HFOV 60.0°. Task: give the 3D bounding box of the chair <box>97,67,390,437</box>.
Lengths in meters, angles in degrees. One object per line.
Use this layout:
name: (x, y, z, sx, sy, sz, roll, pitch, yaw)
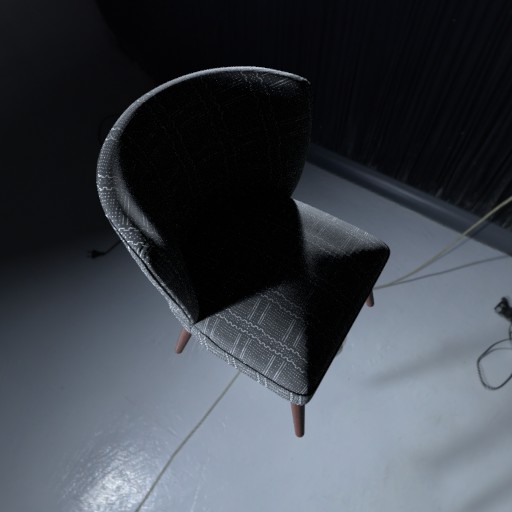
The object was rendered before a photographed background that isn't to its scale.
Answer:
chair: (0.000, 0.000, 1.391, 0.758, 0.866, 0.710, 28, 62, 17)
